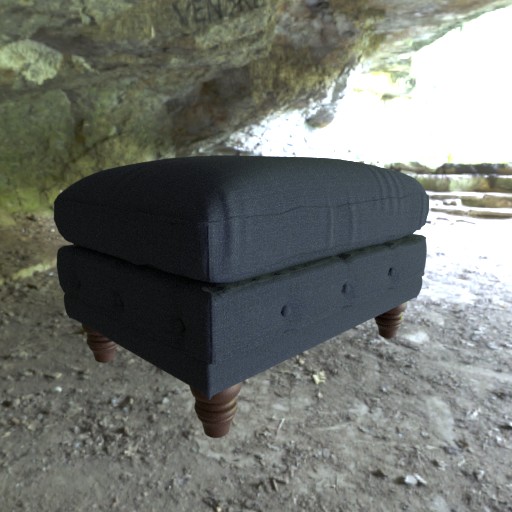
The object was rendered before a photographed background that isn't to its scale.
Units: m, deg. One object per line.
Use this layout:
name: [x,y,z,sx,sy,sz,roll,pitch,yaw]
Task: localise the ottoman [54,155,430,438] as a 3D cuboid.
ottoman: [0.000,0.000,1.098,0.558,0.486,0.767,12,17,43]
